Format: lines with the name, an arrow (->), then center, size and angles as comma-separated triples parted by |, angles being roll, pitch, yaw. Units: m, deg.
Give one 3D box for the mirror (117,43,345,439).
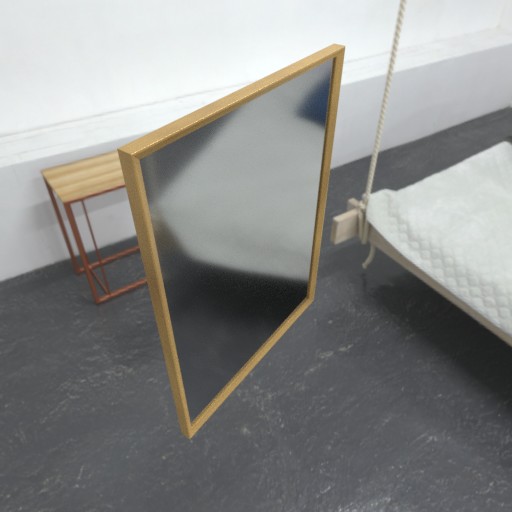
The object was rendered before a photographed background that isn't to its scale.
mirror -> 0.000, 0.000, 1.327 | 0.041, 1.016, 0.762 | 26, 48, 27
